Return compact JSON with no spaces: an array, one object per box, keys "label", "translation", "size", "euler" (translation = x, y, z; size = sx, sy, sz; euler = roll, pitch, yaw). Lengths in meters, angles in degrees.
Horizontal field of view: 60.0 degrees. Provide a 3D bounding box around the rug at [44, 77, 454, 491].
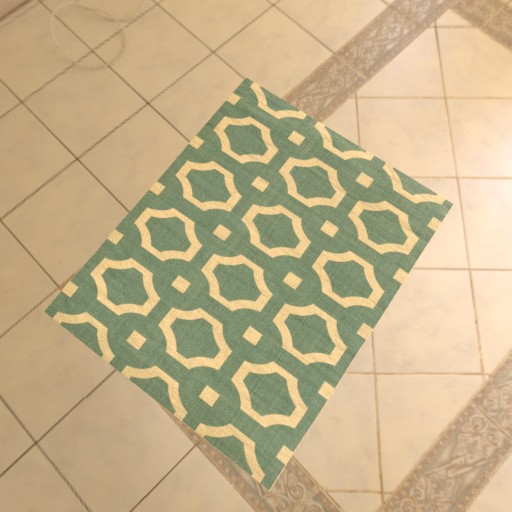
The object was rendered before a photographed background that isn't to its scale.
[{"label":"rug","translation":[0.000,0.000,4.082],"size":[2.466,0.021,3.049],"euler":[35,76,10]}]
